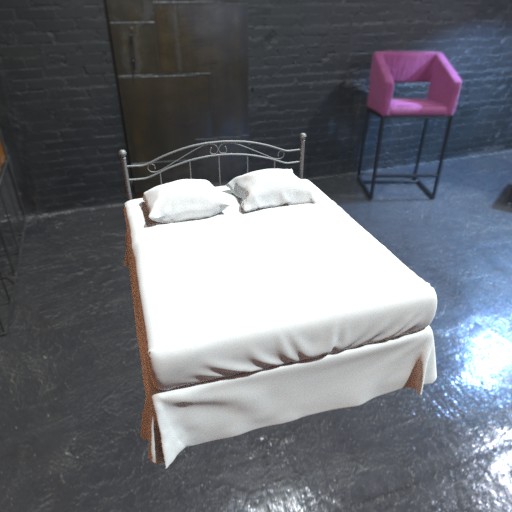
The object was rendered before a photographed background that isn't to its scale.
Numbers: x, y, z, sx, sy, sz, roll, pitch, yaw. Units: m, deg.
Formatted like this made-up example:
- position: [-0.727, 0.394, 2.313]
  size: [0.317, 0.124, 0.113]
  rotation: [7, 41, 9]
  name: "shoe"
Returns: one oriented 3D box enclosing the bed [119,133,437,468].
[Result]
- position: [0.000, 0.000, 3.208]
  size: [1.936, 1.080, 2.215]
  rotation: [-9, 33, -15]
  name: "bed"
